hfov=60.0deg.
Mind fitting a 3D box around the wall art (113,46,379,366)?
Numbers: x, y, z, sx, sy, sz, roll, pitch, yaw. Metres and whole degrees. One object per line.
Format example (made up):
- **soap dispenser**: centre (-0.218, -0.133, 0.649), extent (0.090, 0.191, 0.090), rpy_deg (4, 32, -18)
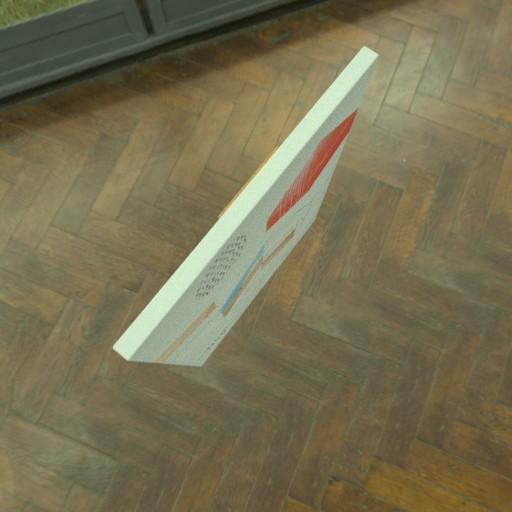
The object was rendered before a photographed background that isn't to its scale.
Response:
- **wall art**: centre (0.000, 0.000, 1.310), extent (0.045, 1.014, 0.759), rpy_deg (37, 78, 9)
